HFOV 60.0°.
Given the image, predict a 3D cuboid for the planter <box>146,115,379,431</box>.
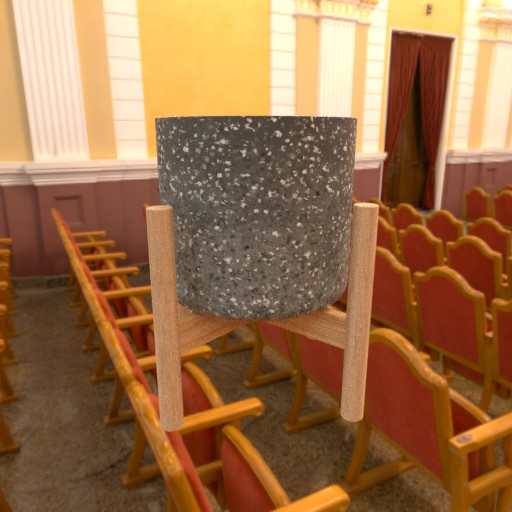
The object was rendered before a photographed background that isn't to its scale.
[{"bbox_3d":[0.000,0.000,0.541,0.284,0.320,0.284,-8,18,-26],"label":"planter"}]
